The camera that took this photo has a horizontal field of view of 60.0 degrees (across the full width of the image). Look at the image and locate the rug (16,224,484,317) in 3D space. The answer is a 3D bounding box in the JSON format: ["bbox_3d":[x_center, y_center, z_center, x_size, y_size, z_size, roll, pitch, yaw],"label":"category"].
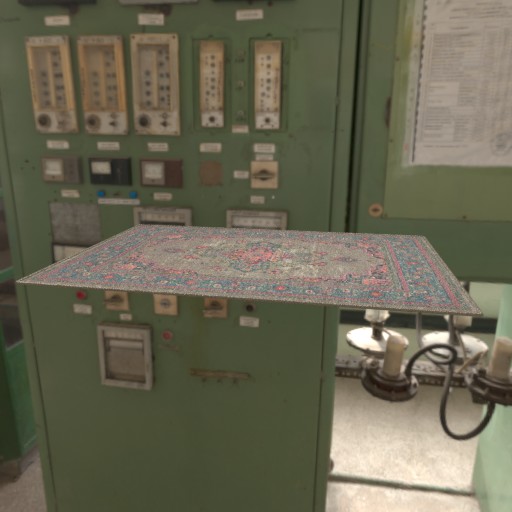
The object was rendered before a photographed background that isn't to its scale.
[{"bbox_3d":[0.000,0.000,2.152,1.748,0.014,1.144,3,16,10],"label":"rug"}]
